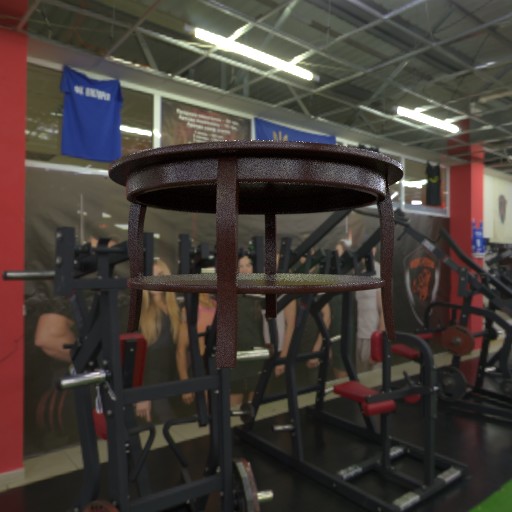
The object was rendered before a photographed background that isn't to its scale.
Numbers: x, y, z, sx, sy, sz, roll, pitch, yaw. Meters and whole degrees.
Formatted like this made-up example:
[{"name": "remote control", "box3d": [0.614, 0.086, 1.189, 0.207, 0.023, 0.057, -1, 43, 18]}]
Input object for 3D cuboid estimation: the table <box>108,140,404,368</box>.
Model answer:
[{"name": "table", "box3d": [0.000, 0.000, 1.438, 0.911, 0.512, 0.911, 0, 0, 0]}]
